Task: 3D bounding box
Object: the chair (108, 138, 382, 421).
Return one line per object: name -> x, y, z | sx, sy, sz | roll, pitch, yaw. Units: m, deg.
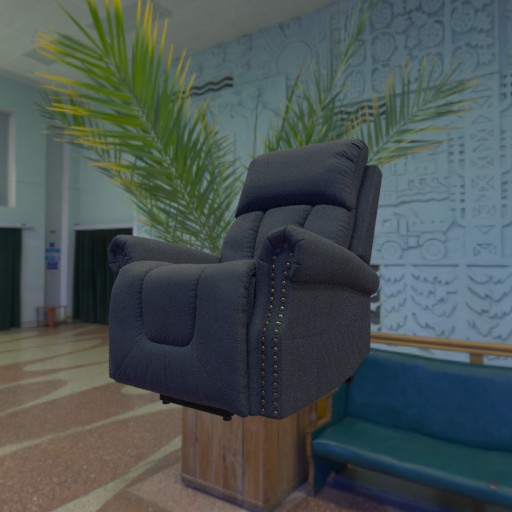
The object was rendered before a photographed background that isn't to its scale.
chair -> 0.000, 0.000, 1.748 | 0.871, 1.031, 0.979 | -1, -1, 36
